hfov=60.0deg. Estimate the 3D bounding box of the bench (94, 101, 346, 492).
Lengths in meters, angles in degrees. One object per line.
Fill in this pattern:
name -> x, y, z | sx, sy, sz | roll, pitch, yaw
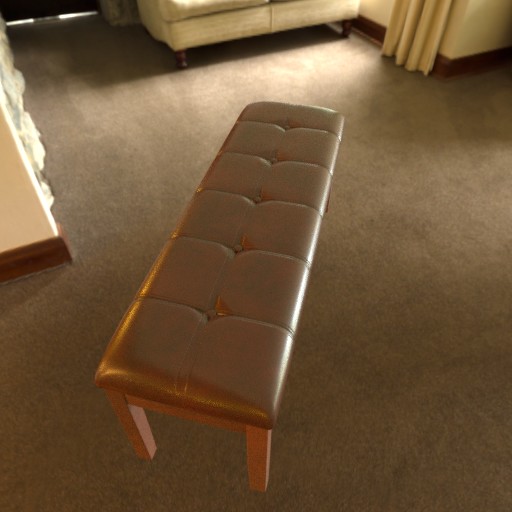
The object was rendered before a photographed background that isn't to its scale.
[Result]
bench -> 0.000, 0.000, 1.452 | 0.401, 0.491, 1.259 | 10, 46, 10
